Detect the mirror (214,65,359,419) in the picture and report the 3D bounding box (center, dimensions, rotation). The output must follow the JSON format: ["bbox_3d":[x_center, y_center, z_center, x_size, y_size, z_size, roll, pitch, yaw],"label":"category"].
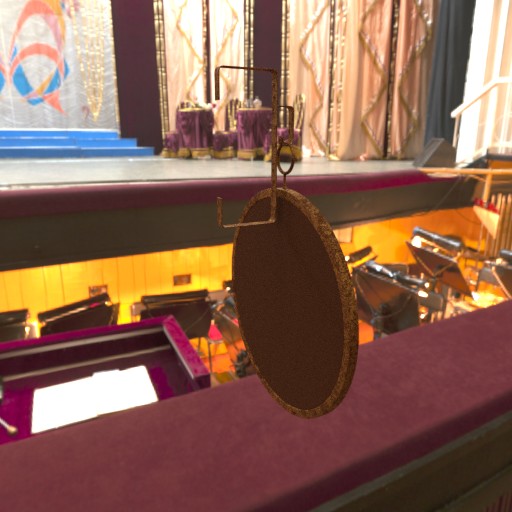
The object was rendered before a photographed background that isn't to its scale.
[{"bbox_3d":[0.000,0.000,0.828,0.144,0.651,0.447,-8,17,-26],"label":"mirror"}]
